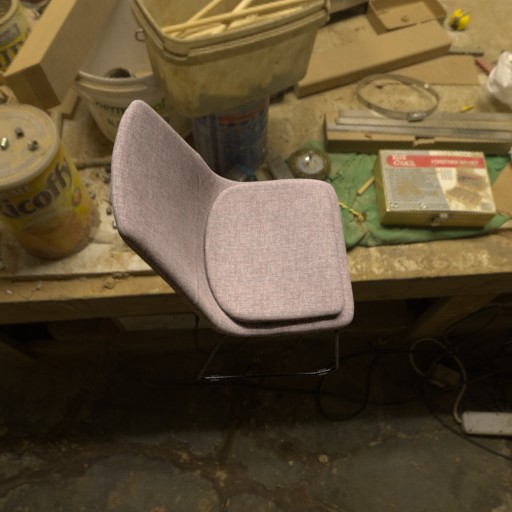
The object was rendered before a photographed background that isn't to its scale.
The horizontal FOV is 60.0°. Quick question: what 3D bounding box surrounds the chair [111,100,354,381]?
[{"bbox_3d":[0.000,0.000,1.174,0.518,0.858,0.479,-2,64,-1],"label":"chair"}]
